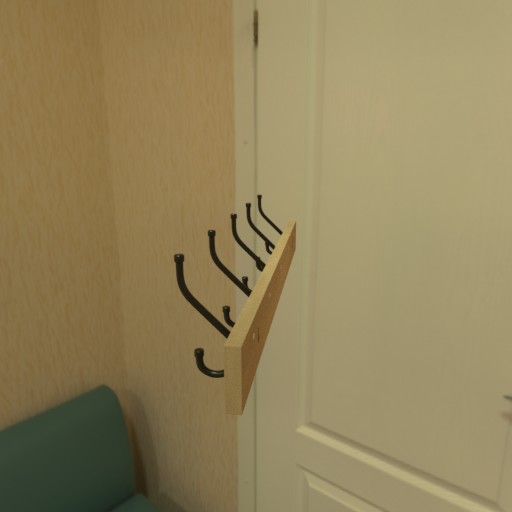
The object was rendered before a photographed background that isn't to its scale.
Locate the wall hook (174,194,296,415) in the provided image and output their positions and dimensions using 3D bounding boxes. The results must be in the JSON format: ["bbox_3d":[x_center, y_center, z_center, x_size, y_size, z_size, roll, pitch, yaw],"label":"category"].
[{"bbox_3d":[0.000,0.000,0.618,0.071,0.117,0.571,2,15,9],"label":"wall hook"}]
